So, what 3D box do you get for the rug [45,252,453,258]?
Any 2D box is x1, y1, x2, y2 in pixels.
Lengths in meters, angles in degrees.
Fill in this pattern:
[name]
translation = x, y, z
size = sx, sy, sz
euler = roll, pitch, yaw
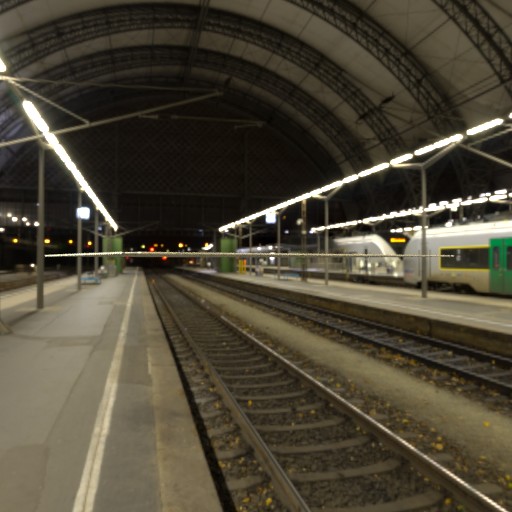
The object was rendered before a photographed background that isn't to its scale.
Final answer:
[rug]
translation = 0.000, 0.000, 3.107
size = 2.438, 0.010, 1.524
euler = 0, -1, -36
